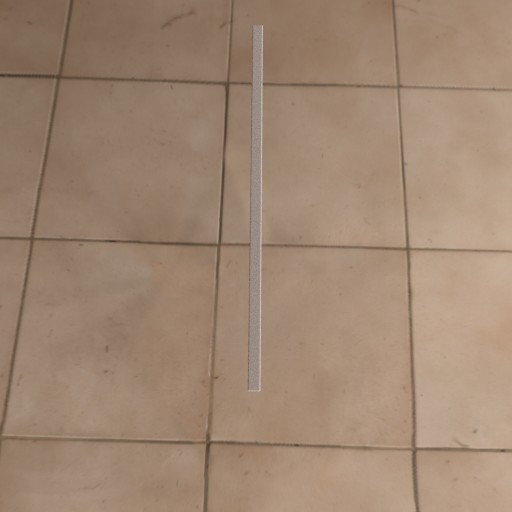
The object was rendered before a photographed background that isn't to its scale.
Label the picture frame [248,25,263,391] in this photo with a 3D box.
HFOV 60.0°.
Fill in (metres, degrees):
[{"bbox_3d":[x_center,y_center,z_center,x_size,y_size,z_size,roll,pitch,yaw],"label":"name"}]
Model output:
[{"bbox_3d":[0.000,0.000,0.842,0.013,0.657,0.457,1,76,0],"label":"picture frame"}]
